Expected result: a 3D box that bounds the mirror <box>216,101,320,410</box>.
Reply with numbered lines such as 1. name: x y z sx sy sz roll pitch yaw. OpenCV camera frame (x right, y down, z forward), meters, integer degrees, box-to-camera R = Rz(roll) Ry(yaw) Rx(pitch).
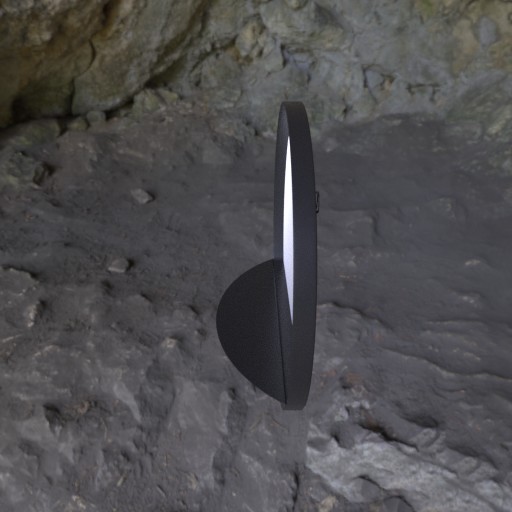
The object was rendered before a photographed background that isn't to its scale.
1. mirror: 0.000 0.000 0.694 0.133 0.457 0.457 0 28 0
